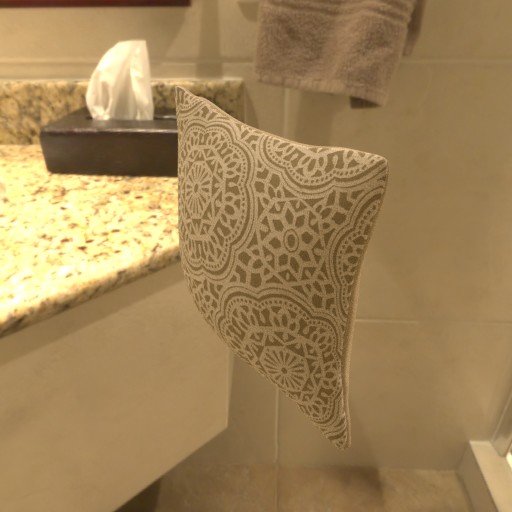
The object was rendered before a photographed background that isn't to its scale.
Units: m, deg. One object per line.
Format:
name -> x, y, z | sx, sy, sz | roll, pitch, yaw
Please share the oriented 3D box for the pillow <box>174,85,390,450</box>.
pillow -> 0.000, 0.000, 0.660 | 0.167, 0.421, 0.438 | -20, 36, -29
